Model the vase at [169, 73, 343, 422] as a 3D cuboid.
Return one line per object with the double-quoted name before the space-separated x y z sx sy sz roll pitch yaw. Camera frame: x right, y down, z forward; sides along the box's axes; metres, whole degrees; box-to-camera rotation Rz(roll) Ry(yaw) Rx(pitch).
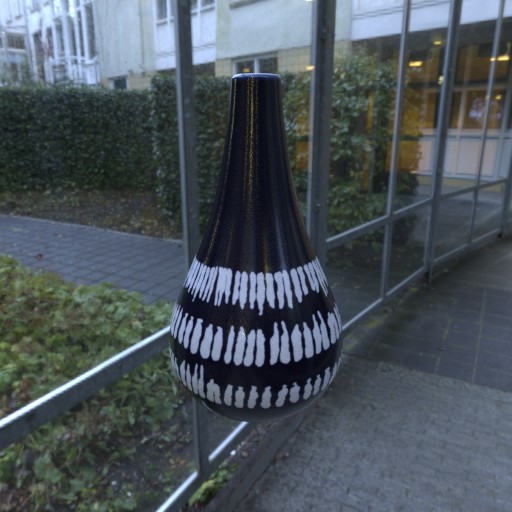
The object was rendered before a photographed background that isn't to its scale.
"vase" 0.000 0.000 0.389 0.159 0.295 0.159 0 17 0
